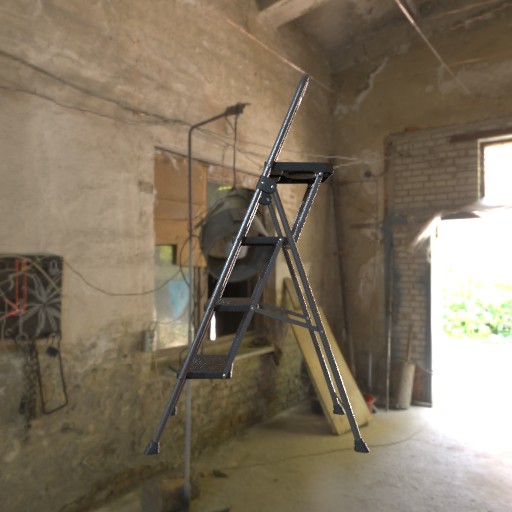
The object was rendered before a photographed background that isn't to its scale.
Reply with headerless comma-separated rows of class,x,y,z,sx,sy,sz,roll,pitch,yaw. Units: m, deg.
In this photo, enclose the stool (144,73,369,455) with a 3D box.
stool,0.000,0.000,1.626,0.733,1.277,0.396,0,-1,-1
